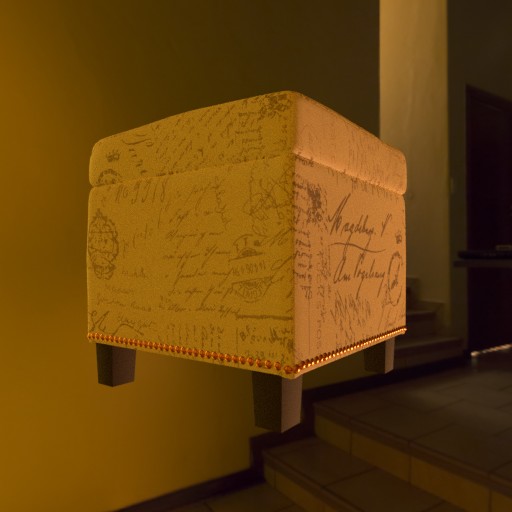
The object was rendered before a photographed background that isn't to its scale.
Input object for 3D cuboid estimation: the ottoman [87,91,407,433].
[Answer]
[{"bbox_3d":[0.000,0.000,0.850,0.449,0.457,0.450,0,-1,36],"label":"ottoman"}]
